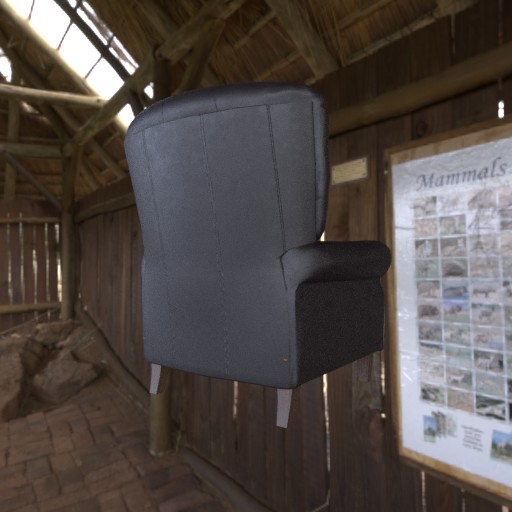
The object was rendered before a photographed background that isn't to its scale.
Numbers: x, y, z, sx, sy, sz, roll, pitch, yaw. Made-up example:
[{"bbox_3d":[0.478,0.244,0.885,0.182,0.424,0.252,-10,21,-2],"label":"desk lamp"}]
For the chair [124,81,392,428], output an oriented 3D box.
[{"bbox_3d":[0.000,0.000,1.927,0.948,1.158,1.058,-1,-1,36],"label":"chair"}]
